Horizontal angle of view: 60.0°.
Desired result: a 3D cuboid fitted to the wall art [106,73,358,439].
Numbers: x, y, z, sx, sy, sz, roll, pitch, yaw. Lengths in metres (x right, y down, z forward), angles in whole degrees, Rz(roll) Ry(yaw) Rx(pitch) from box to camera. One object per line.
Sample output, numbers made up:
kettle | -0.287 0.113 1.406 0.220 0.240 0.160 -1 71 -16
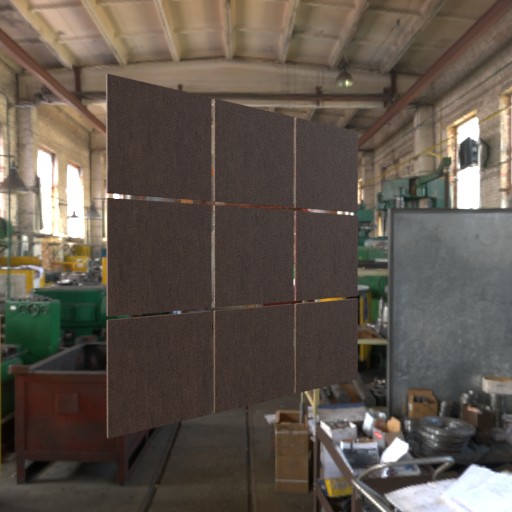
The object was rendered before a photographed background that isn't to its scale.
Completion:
wall art | 0.000 0.000 2.297 1.527 1.525 0.014 0 0 -35
